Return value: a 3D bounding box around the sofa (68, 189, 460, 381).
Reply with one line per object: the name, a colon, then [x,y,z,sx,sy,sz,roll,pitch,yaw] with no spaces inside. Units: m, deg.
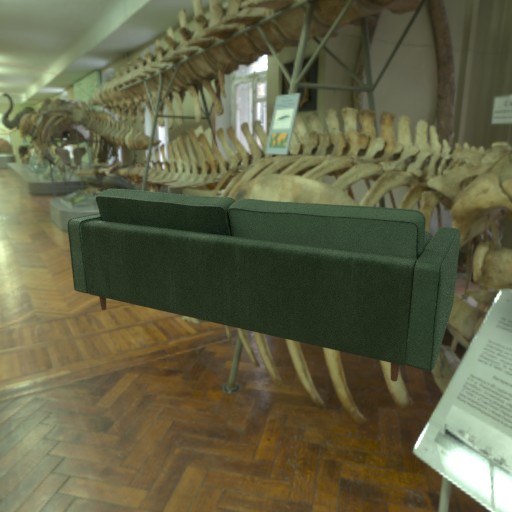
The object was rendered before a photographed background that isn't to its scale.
sofa: [0.000,0.000,2.691,2.199,0.769,0.918,8,17,27]
